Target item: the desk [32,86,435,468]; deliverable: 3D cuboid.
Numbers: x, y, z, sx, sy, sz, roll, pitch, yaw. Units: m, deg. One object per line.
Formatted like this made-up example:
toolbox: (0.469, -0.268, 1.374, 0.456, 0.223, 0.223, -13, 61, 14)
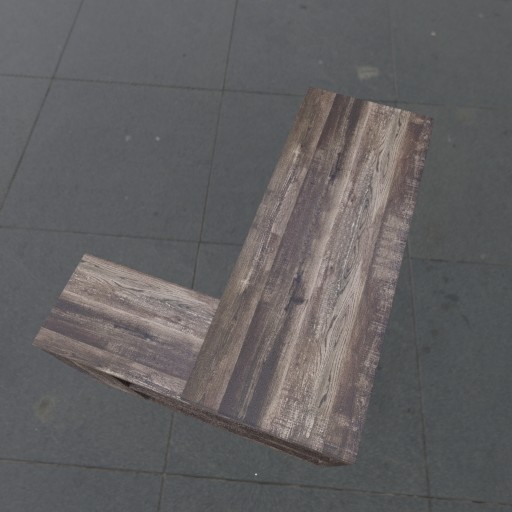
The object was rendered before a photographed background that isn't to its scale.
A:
desk: (0.000, 0.000, 2.138, 1.200, 0.753, 1.524, 18, 65, 8)
